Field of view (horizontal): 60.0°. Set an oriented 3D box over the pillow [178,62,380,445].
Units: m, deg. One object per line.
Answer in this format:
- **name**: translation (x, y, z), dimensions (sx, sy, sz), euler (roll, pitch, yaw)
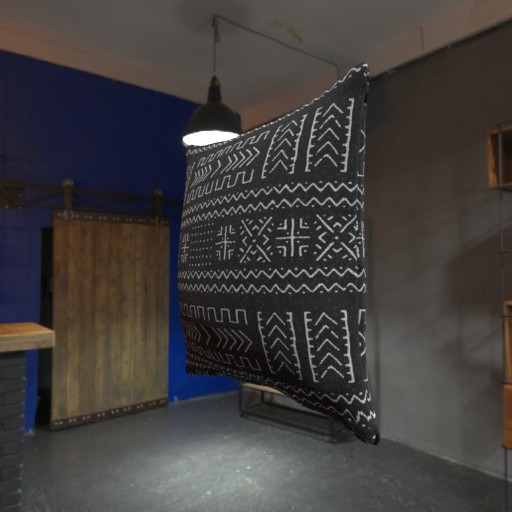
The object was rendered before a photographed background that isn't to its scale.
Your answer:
- **pillow**: translation (0.000, 0.000, 0.655), dimensions (0.164, 0.430, 0.438), euler (1, -3, -36)
